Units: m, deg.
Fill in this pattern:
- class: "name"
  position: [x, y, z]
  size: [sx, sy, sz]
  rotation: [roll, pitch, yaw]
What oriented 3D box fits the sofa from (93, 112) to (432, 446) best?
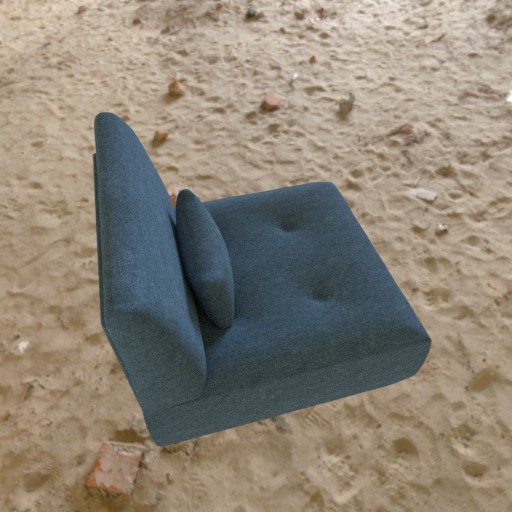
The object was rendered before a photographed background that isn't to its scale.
- class: "sofa"
  position: [0.000, 0.000, 1.635]
  size: [1.000, 0.820, 0.930]
  rotation: [-12, 49, -10]
